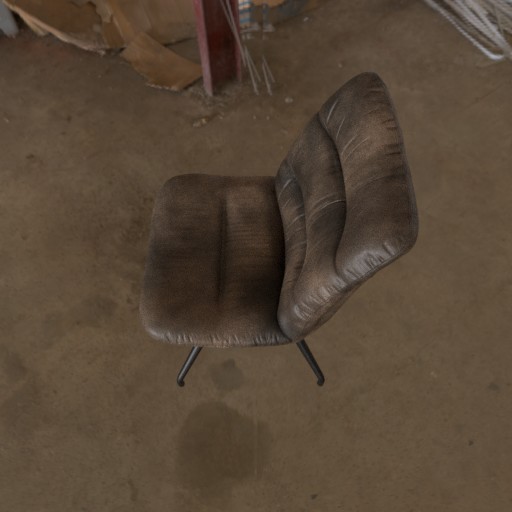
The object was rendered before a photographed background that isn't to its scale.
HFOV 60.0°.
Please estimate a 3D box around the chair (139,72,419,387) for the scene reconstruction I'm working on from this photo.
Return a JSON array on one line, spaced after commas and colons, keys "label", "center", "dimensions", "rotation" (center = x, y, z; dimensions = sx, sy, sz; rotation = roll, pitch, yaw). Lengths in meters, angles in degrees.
[{"label": "chair", "center": [0.000, 0.000, 1.248], "dimensions": [0.622, 0.870, 0.549], "rotation": [0, 59, 0]}]
